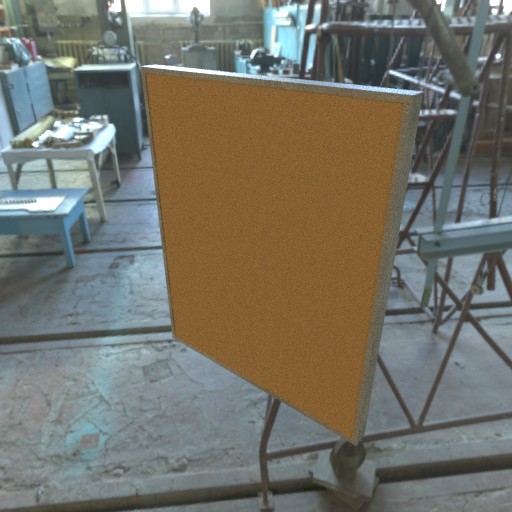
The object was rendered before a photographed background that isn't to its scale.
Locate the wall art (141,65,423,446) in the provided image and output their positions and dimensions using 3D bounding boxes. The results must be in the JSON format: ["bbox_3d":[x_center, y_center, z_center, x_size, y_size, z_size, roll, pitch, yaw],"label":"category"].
[{"bbox_3d":[0.000,0.000,0.690,0.421,0.521,0.032,21,35,33],"label":"wall art"}]
